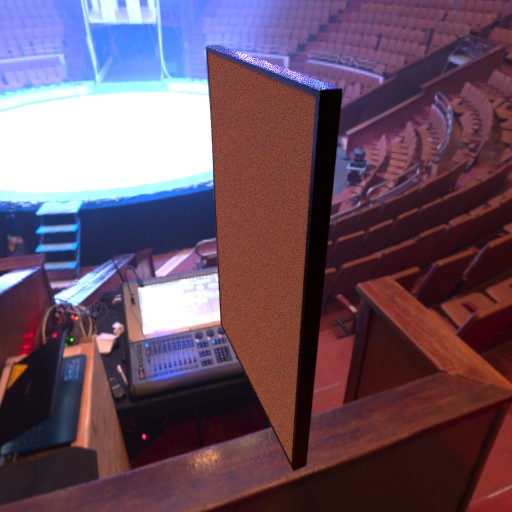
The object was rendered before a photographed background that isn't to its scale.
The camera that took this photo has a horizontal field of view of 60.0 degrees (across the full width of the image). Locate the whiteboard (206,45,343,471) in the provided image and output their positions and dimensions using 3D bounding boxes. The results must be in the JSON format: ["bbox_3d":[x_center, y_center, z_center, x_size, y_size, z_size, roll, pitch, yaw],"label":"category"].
[{"bbox_3d":[0.000,0.000,0.750,0.026,0.611,0.406,-11,33,-18],"label":"whiteboard"}]
